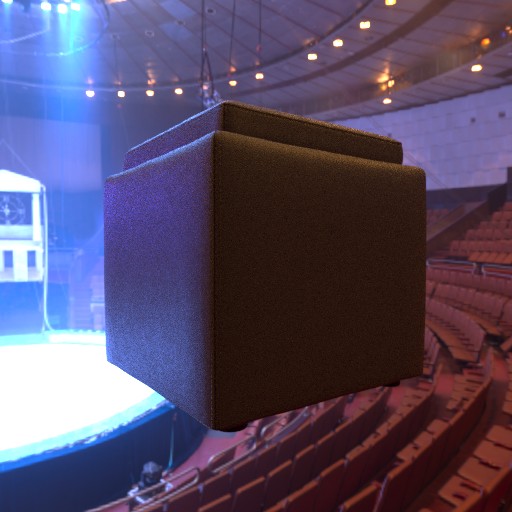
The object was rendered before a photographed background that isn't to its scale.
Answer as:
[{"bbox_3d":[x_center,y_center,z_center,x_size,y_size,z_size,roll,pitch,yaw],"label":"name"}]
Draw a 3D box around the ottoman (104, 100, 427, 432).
[{"bbox_3d":[0.000,0.000,0.839,0.450,0.460,0.451,0,1,-36],"label":"ottoman"}]
